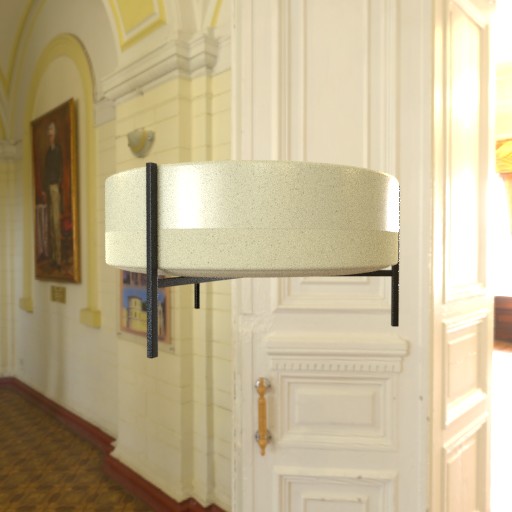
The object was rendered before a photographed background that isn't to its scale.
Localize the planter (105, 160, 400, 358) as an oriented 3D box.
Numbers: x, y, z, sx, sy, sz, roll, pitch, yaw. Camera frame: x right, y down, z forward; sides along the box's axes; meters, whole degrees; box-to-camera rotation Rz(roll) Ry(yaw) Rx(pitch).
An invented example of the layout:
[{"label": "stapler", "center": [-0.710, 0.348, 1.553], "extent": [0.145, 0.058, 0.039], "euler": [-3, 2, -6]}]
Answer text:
[{"label": "planter", "center": [0.000, 0.000, 0.536], "extent": [0.345, 0.171, 0.336], "euler": [0, 1, 0]}]
